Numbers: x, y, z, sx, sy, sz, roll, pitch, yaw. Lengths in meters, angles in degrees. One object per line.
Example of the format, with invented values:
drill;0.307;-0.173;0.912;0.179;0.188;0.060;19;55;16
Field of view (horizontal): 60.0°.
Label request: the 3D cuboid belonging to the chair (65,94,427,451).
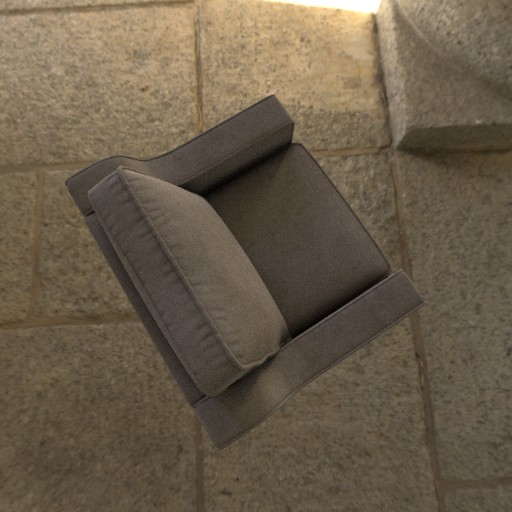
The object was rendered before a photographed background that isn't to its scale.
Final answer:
chair;0.000;0.000;1.614;0.840;0.944;0.926;-32;78;-7
